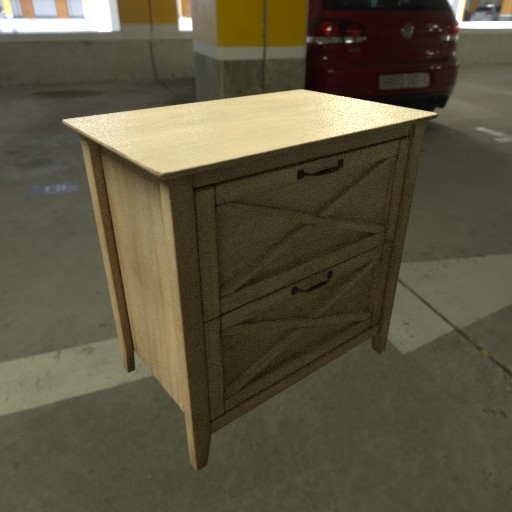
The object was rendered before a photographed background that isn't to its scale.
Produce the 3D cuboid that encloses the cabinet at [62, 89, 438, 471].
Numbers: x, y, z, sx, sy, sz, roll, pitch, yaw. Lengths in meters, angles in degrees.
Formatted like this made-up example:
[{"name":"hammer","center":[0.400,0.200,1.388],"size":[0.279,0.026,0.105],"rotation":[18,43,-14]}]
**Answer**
[{"name":"cabinet","center":[0.000,0.000,1.244],"size":[0.763,0.762,0.503],"rotation":[-21,35,-33]}]
